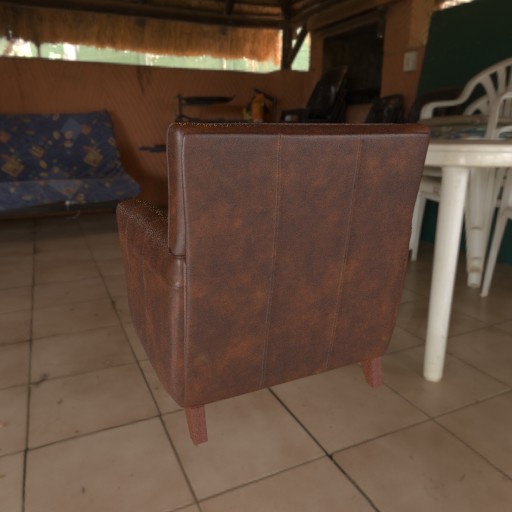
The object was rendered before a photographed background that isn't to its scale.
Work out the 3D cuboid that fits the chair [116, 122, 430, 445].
[{"bbox_3d":[0.000,0.000,1.648,0.870,0.943,0.823,-8,18,-25],"label":"chair"}]
